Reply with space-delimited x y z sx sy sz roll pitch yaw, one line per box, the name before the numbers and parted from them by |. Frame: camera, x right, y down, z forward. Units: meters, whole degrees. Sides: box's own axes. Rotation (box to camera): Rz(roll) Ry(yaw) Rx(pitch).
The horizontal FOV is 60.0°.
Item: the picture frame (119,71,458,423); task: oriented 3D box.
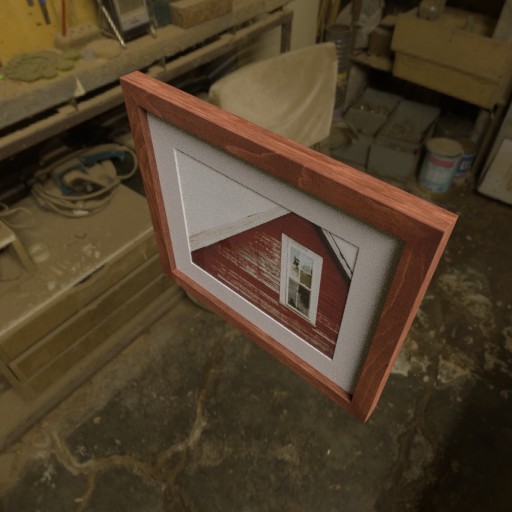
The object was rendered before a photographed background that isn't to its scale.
picture frame | 0.000 0.000 0.531 0.381 0.330 0.025 32 54 27
